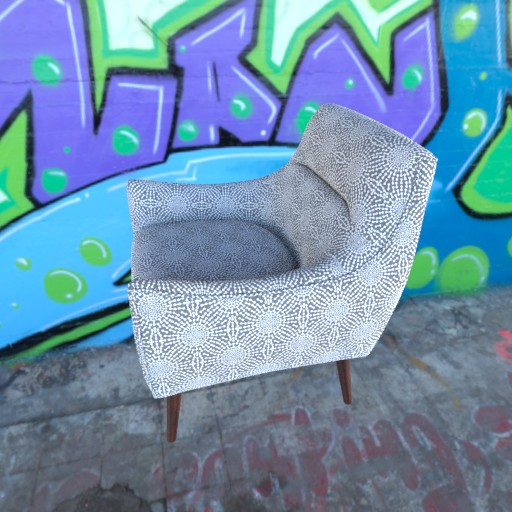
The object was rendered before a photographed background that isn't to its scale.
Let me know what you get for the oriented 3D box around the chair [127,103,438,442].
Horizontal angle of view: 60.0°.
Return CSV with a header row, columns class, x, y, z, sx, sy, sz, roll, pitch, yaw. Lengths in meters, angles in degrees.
class,x,y,z,sx,sy,sz,roll,pitch,yaw
chair,0.000,0.000,1.431,0.787,0.838,0.762,-7,31,-12
